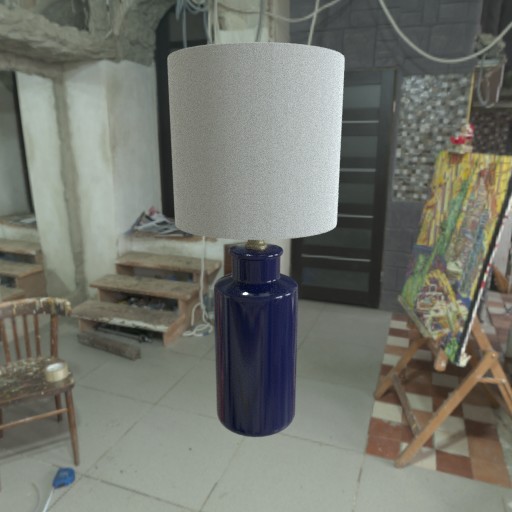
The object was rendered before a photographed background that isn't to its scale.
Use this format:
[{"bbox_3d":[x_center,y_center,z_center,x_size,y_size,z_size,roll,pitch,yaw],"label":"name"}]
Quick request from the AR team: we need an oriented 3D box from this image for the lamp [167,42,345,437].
[{"bbox_3d":[0.000,0.000,0.603,0.212,0.493,0.212,-2,15,-9],"label":"lamp"}]
